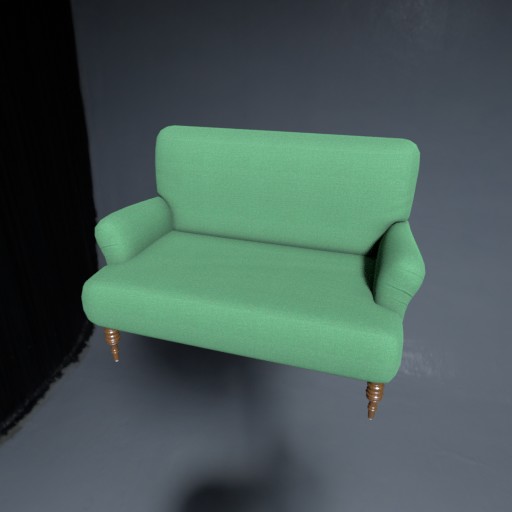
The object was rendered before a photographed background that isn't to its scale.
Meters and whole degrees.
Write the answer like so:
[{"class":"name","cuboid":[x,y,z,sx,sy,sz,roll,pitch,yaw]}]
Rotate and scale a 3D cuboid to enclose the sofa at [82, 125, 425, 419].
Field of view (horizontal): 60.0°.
[{"class":"sofa","cuboid":[0.000,0.000,1.845,1.297,0.889,0.779,8,27,16]}]
